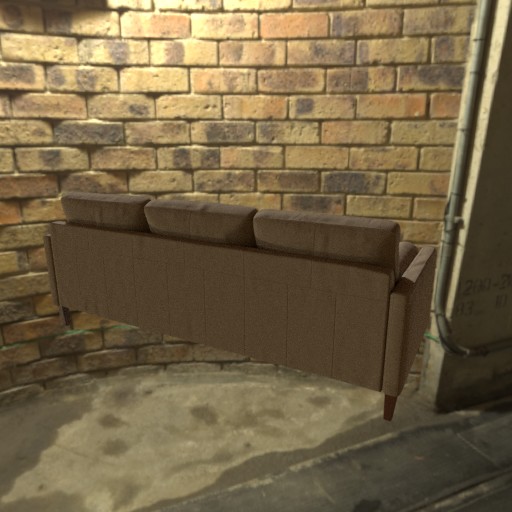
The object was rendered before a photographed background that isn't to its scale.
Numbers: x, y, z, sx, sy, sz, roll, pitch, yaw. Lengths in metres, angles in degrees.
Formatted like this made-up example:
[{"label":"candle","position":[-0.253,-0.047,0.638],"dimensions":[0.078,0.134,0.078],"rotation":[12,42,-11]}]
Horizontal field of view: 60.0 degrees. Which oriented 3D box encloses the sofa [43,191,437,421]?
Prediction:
[{"label":"sofa","position":[0.000,0.000,2.892],"dimensions":[2.178,0.875,1.506],"rotation":[8,18,27]}]
